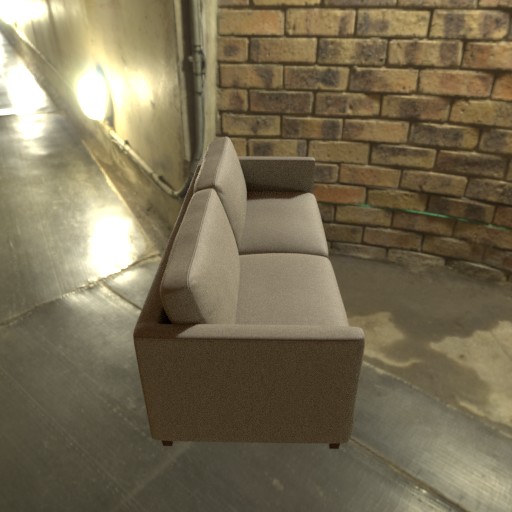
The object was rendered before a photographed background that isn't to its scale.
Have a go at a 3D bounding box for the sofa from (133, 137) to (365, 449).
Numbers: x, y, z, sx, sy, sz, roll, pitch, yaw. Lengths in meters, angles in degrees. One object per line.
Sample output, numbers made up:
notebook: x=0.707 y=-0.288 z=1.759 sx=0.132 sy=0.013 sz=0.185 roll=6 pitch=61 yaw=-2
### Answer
sofa: x=0.000 y=0.000 z=2.788 sx=0.956 sy=0.963 sz=2.208 roll=1 pitch=31 yaw=1
